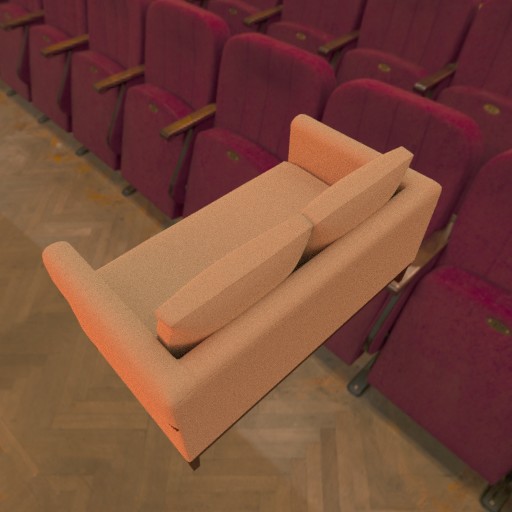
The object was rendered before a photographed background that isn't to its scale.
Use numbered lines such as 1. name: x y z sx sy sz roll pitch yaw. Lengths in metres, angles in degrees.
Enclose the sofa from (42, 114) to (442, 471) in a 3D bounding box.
1. sofa: 0.000 0.000 2.113 1.598 0.873 0.905 -35 56 -28
